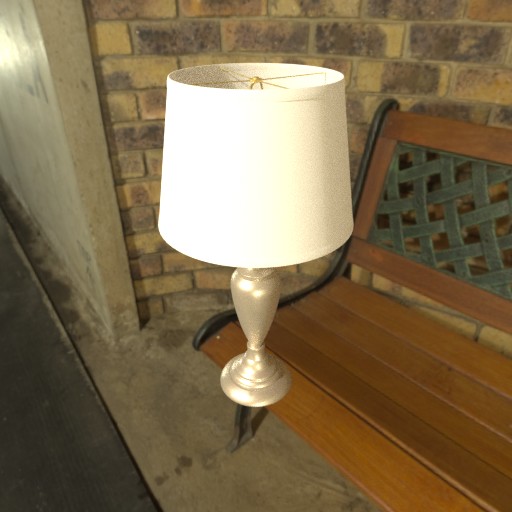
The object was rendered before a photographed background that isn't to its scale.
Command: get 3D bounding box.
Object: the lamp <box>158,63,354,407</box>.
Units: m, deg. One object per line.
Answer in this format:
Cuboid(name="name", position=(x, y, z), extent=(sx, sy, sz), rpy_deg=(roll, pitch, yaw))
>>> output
Cuboid(name="lamp", position=(0.000, 0.000, 0.798), extent=(0.328, 0.612, 0.328), rpy_deg=(0, 30, 0))
